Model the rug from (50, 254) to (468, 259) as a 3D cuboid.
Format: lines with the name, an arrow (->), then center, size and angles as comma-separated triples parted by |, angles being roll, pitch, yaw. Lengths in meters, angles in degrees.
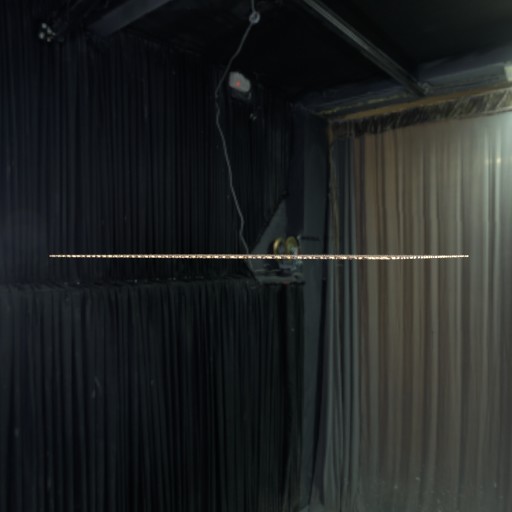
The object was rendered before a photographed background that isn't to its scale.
rug -> 0.000, 0.000, 2.304 | 1.828, 0.008, 1.219 | 0, 0, 35
